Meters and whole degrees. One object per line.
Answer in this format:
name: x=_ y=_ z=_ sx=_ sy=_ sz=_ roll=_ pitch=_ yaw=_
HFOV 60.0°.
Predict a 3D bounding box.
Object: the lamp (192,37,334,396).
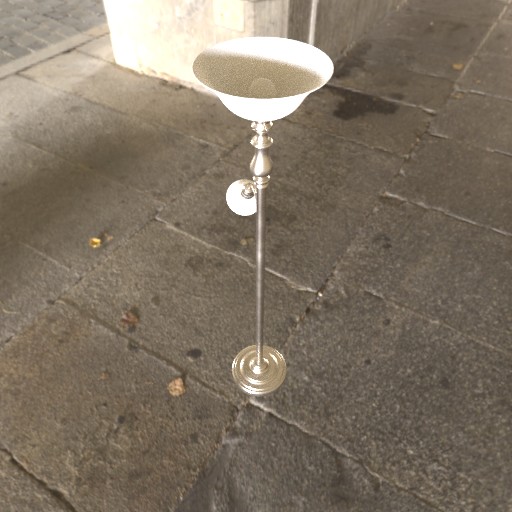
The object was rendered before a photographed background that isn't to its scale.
lamp: x=0.000 y=0.000 z=1.980 sx=0.405 sy=1.785 sz=0.575 roll=-10 pitch=48 yaw=-9
